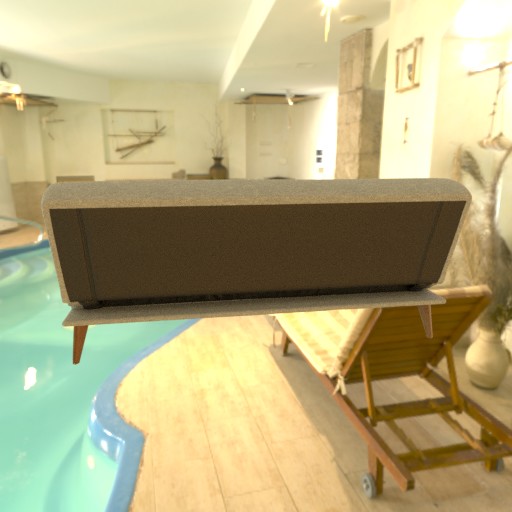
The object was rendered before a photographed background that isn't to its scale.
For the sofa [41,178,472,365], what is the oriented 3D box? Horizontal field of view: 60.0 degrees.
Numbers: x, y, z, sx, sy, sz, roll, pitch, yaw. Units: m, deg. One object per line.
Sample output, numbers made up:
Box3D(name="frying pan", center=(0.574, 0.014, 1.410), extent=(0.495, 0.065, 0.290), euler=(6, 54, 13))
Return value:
Box3D(name="sofa", center=(0.000, 0.000, 2.270), extent=(1.800, 0.810, 0.860), euler=(-2, 13, -9))
